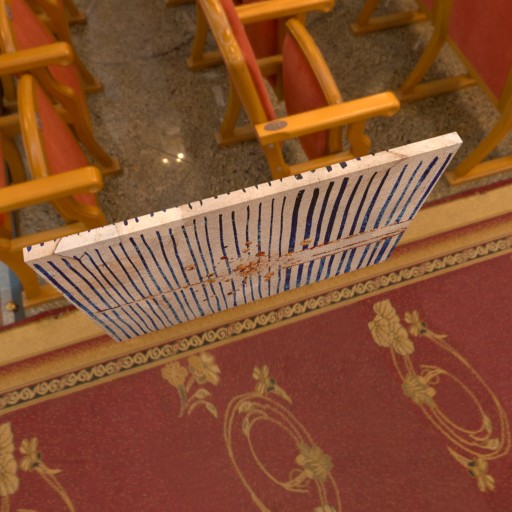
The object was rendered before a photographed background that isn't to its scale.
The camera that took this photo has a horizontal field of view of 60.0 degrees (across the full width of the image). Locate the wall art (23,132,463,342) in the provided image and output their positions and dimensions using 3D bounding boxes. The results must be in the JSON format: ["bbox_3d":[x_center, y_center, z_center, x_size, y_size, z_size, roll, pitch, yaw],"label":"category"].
[{"bbox_3d":[0.000,0.000,1.168,0.919,0.609,0.030,-16,66,-7],"label":"wall art"}]
